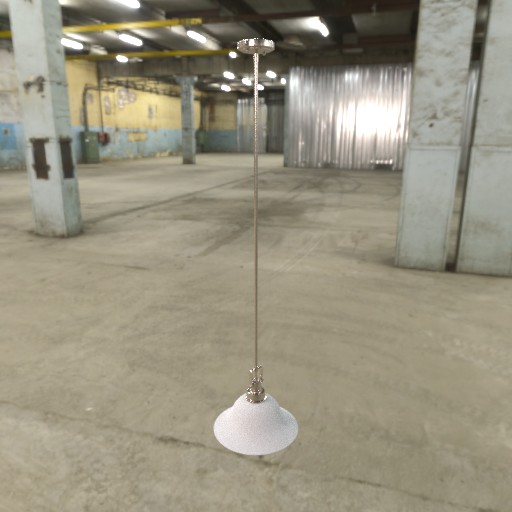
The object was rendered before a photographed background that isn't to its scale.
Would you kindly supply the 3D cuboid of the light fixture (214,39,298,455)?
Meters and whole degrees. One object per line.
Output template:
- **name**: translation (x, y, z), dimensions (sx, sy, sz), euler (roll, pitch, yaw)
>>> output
- **light fixture**: translation (0.000, 0.000, 1.532), dimensions (0.324, 1.354, 0.324), euler (-14, 20, -43)
